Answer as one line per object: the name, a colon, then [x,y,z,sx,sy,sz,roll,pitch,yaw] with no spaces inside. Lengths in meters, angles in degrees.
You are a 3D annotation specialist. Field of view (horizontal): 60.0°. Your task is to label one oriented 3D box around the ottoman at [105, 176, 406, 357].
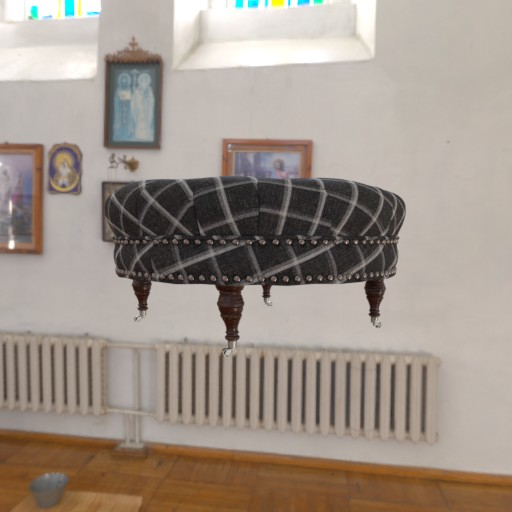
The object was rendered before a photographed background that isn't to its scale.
ottoman: [0.000,0.000,1.400,0.901,0.439,0.901,0,2,0]
